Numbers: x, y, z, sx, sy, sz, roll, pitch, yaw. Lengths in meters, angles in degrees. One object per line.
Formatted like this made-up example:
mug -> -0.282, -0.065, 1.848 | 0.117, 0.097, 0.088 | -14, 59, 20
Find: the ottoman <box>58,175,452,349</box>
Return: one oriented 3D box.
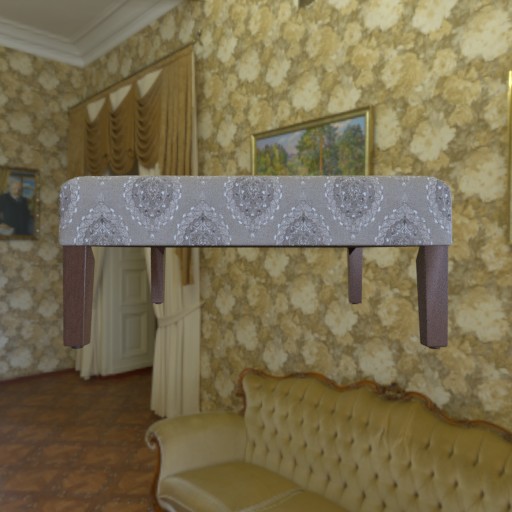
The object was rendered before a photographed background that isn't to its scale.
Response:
ottoman -> 0.000, 0.000, 1.431 | 0.889, 0.411, 0.890 | 0, 1, 0
